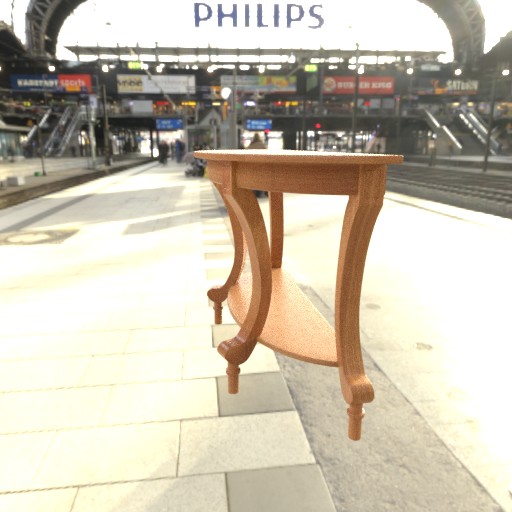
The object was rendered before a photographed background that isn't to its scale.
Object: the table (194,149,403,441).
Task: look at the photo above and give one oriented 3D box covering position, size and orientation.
[{"bbox_3d":[0.000,0.000,1.507,0.394,0.692,1.198,-2,14,-9],"label":"table"}]
